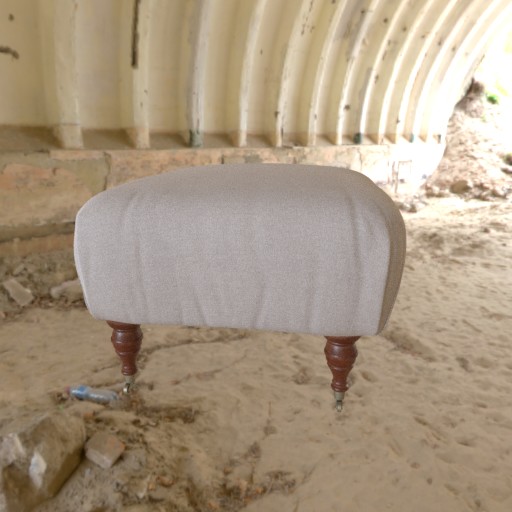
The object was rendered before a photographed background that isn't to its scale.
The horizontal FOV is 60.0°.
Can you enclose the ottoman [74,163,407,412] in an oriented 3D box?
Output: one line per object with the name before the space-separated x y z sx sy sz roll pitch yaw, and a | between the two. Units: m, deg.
ottoman | 0.000 0.000 1.127 0.622 0.450 0.746 2 15 8
